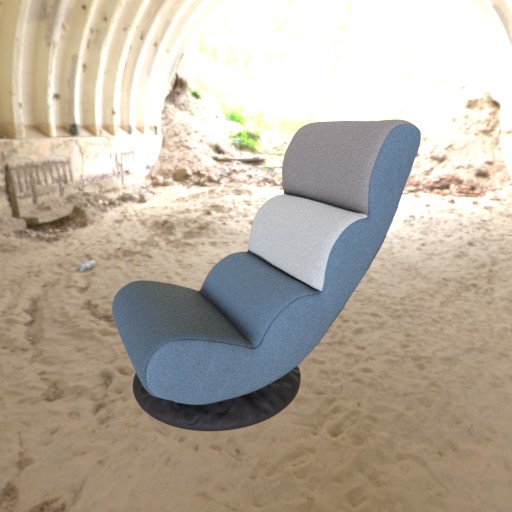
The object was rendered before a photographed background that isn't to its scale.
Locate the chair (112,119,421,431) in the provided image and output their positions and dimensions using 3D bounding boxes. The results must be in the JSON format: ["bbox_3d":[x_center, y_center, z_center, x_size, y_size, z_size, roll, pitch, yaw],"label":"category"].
[{"bbox_3d":[0.000,0.000,1.084,0.661,0.641,0.420,-7,17,-25],"label":"chair"}]
